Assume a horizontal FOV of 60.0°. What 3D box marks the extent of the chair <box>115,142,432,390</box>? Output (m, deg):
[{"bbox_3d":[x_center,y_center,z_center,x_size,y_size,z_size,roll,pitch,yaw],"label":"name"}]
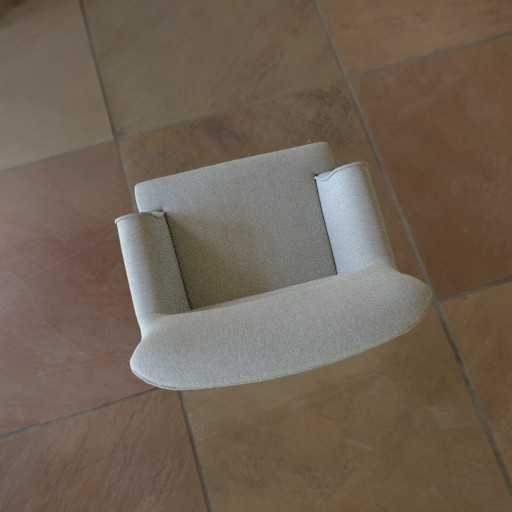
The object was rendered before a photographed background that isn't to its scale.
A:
[{"bbox_3d":[0.000,0.000,1.455,0.781,0.875,0.750,-13,77,-3],"label":"chair"}]
